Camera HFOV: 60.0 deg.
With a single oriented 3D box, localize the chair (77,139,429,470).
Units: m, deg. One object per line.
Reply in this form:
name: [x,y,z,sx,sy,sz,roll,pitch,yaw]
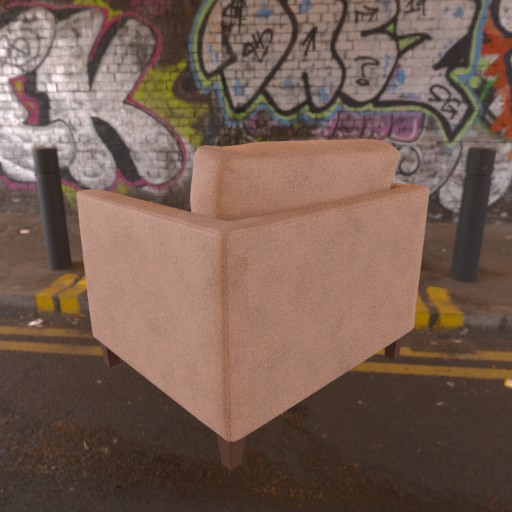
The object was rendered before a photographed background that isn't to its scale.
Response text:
chair: [0.000,0.000,1.860,1.133,0.961,0.959,-16,23,-41]
